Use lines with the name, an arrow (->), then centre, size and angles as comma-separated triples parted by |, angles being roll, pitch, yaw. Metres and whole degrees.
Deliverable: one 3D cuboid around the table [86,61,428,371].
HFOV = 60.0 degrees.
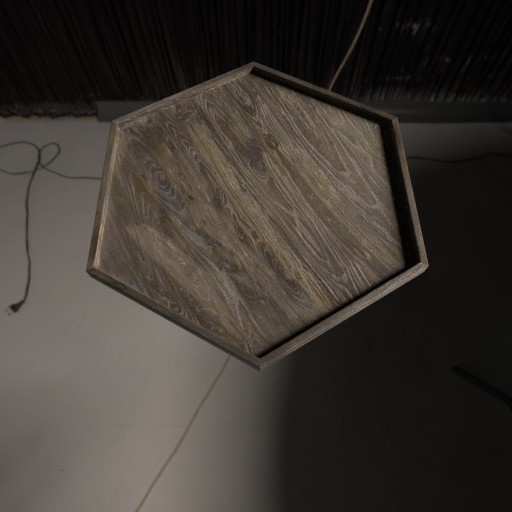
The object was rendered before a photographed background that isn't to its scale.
table -> 0.000, 0.000, 1.104 | 0.592, 0.586, 0.683 | -1, 63, 0
